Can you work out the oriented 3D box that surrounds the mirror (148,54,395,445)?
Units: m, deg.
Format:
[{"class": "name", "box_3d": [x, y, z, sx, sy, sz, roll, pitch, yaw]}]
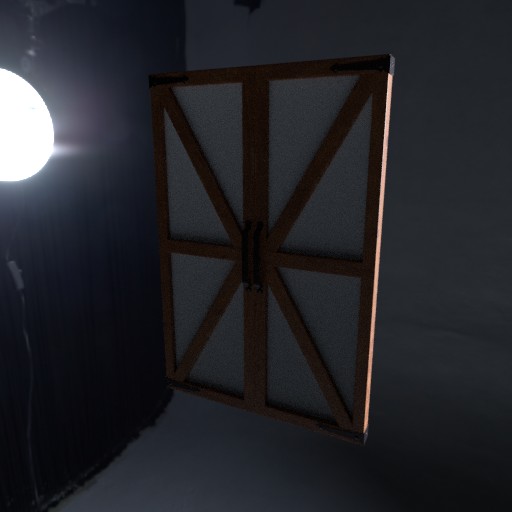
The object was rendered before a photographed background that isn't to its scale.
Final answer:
[{"class": "mirror", "box_3d": [0.000, 0.000, 0.954, 0.517, 0.761, 0.053, 7, 16, 26]}]
